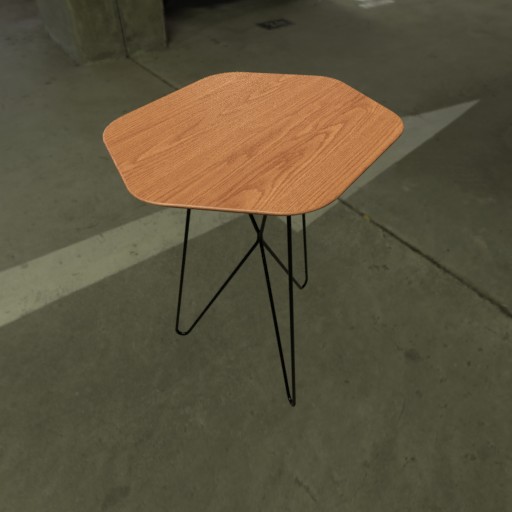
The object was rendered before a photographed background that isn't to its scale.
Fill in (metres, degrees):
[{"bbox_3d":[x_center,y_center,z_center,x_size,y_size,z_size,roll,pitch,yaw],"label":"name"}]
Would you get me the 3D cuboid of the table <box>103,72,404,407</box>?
[{"bbox_3d":[0.000,0.000,0.894,0.400,0.562,0.500,26,48,26],"label":"table"}]
